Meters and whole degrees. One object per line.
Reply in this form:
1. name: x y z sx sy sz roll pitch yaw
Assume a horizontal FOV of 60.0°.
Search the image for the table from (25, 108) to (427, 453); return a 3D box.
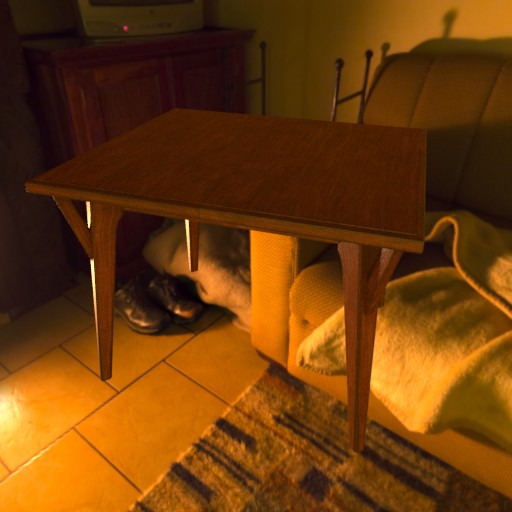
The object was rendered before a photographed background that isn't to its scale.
1. table: 0.000 0.000 1.555 0.991 0.761 0.838 10 33 16
